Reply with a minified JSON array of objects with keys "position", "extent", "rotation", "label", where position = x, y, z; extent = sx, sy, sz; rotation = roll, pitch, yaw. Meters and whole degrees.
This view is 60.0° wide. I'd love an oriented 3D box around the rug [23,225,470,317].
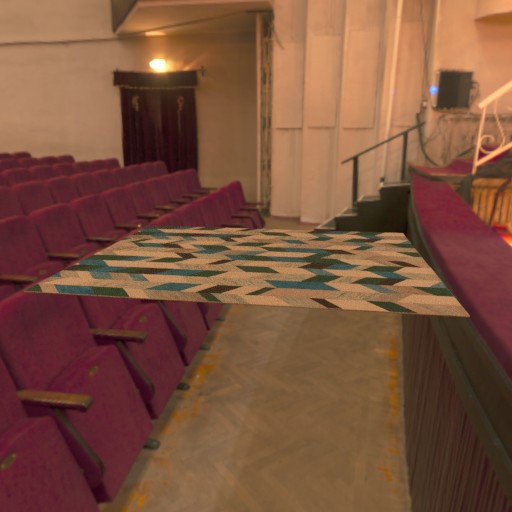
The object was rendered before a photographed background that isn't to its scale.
[{"position":[0.000,0.000,4.109],"extent":[3.036,0.008,2.440],"rotation":[2,15,8],"label":"rug"}]
